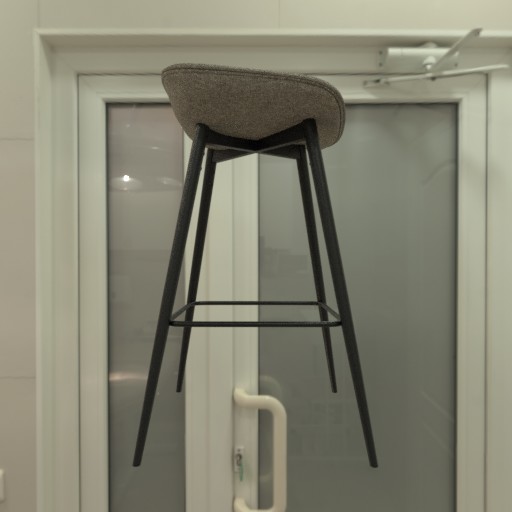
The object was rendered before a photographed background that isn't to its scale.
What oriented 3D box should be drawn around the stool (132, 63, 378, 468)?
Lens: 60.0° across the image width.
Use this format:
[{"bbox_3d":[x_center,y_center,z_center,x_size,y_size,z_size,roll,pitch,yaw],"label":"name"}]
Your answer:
[{"bbox_3d":[0.000,0.000,1.088,0.480,0.814,0.469,0,1,0],"label":"stool"}]
